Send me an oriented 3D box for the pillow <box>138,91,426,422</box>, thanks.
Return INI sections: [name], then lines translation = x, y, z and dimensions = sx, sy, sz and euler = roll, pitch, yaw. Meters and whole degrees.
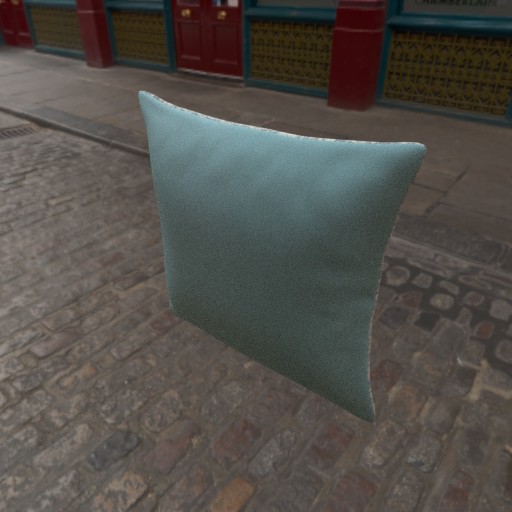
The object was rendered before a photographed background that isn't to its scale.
[pillow]
translation = 0.000, 0.000, 0.796
dimensions = 0.526, 0.507, 0.166
euler = 22, 37, 32
